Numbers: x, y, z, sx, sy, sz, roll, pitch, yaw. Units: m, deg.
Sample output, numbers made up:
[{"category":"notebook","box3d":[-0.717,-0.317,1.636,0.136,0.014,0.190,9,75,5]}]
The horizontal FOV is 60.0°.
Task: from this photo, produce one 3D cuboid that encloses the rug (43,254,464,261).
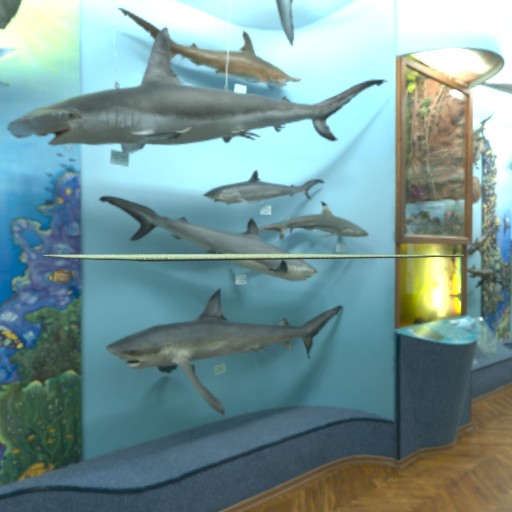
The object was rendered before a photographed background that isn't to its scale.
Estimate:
[{"category":"rug","box3d":[0.000,0.000,2.918,2.270,0.017,1.606,0,1,-37]}]
